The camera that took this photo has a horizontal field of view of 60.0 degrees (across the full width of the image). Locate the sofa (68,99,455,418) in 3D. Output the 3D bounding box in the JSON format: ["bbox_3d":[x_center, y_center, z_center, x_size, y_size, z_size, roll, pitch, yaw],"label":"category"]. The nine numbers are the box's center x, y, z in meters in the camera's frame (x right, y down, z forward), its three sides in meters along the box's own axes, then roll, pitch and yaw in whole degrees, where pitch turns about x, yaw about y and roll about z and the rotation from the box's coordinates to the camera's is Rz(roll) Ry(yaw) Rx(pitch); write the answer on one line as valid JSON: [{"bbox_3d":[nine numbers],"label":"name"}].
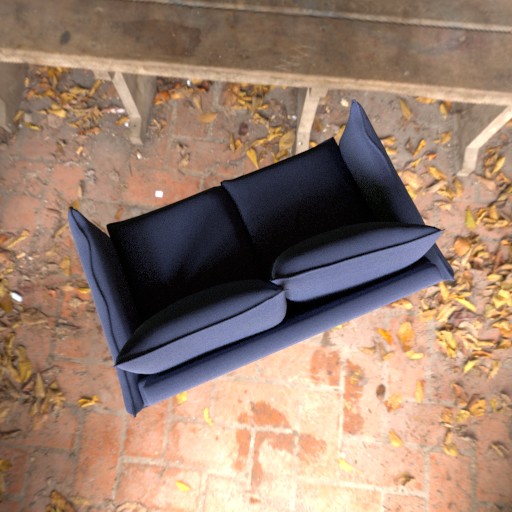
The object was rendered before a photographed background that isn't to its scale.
[{"bbox_3d":[0.000,0.000,1.853,1.300,0.840,0.820,-22,78,-5],"label":"sofa"}]
